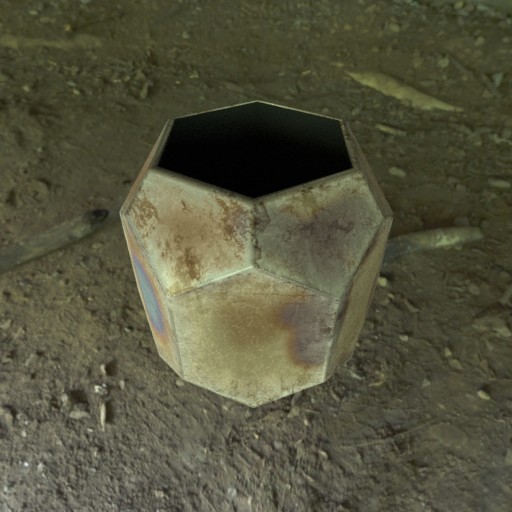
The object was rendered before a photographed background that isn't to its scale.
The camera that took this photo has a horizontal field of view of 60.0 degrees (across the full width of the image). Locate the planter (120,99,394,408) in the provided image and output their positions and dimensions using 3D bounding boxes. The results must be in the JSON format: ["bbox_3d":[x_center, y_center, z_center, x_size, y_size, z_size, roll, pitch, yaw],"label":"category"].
[{"bbox_3d":[0.000,0.000,0.426,0.243,0.238,0.221,1,41,1],"label":"planter"}]
